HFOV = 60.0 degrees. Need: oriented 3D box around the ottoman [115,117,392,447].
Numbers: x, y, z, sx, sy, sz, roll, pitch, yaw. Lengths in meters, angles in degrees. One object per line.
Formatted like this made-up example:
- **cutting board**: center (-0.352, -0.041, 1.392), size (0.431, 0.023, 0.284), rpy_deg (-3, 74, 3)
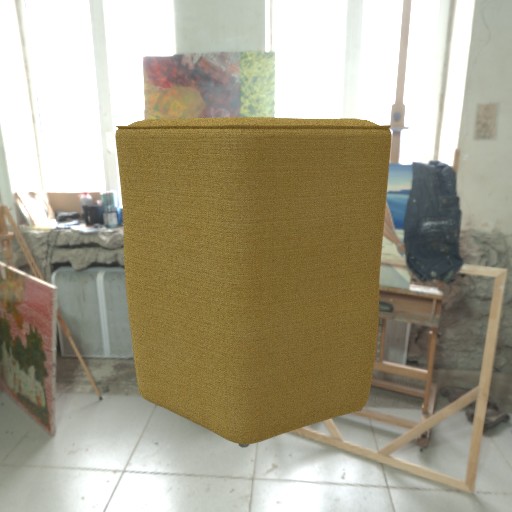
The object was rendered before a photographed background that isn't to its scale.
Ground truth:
- **ottoman**: center (0.000, 0.000, 0.857), size (0.494, 0.502, 0.443), rpy_deg (-7, 17, -24)
